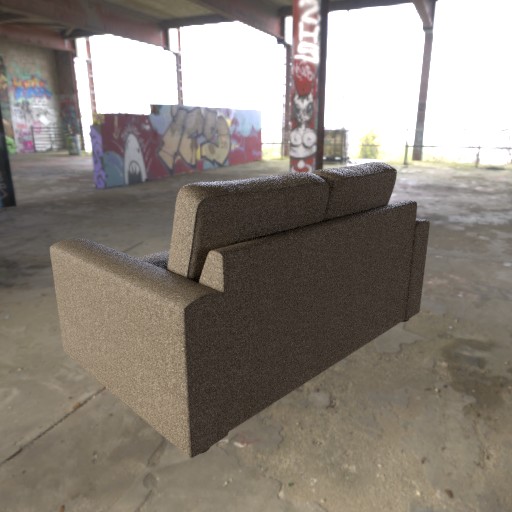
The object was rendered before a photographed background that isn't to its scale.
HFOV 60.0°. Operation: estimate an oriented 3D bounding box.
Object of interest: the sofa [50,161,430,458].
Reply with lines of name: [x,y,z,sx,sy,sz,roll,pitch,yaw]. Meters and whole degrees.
sofa: [0.000,0.000,2.180,1.016,0.873,1.616,16,23,42]
